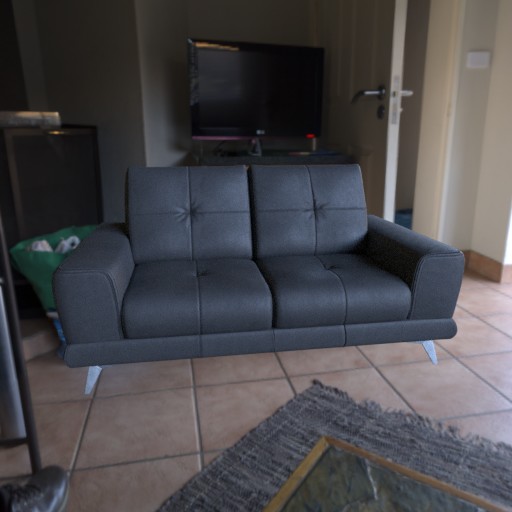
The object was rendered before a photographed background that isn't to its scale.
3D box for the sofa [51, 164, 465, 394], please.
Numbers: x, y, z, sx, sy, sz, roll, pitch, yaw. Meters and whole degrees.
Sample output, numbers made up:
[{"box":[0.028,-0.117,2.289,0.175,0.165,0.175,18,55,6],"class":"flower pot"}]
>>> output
[{"box":[0.000,0.000,2.336,1.806,0.907,1.018,-2,15,-9],"class":"sofa"}]
